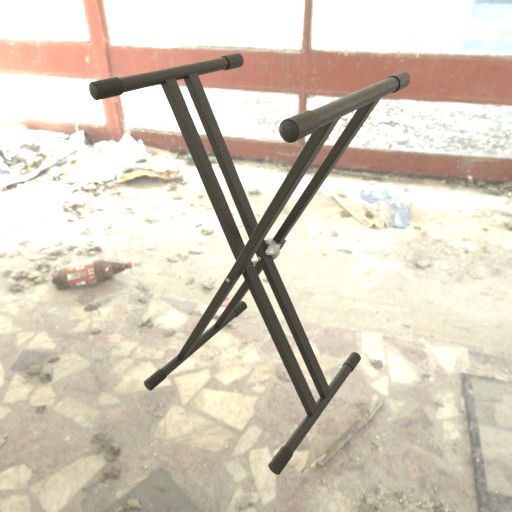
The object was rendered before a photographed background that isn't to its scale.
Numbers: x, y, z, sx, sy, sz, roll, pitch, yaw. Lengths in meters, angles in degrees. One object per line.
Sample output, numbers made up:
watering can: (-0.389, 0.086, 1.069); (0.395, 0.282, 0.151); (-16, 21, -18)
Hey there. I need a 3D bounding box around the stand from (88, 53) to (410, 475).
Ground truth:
stand: (0.000, 0.000, 1.178); (0.503, 0.900, 0.495); (21, 38, 30)
